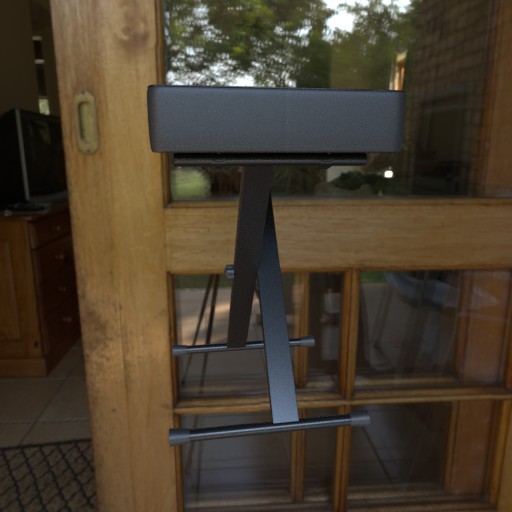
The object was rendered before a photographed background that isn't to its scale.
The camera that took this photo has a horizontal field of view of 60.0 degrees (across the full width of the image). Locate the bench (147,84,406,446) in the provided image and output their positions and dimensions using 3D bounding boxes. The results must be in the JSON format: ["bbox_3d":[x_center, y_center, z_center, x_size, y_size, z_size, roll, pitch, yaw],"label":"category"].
[{"bbox_3d":[0.000,0.000,0.776,0.321,0.500,0.424,-2,13,-9],"label":"bench"}]
